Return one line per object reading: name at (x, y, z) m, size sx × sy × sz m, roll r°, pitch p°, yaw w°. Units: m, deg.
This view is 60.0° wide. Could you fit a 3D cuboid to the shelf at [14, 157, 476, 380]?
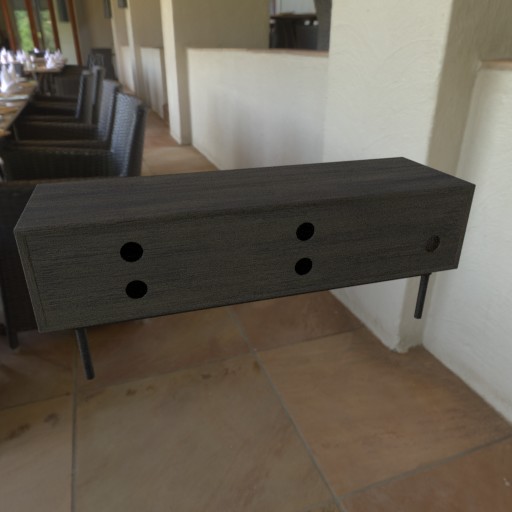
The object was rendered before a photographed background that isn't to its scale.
shelf at (0.000, 0.000, 1.479) m, size 1.300 × 0.495 × 0.400 m, roll -7°, pitch 26°, yaw -15°
